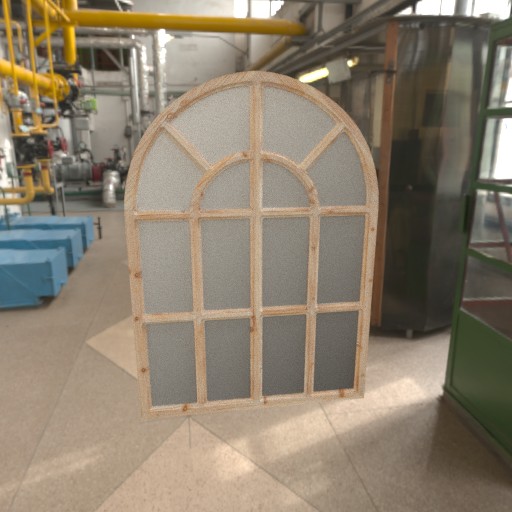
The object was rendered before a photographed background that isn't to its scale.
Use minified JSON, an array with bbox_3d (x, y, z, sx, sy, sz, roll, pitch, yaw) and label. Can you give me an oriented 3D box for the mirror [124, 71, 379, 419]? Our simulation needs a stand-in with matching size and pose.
[{"bbox_3d":[0.000,0.000,1.189,0.660,0.920,0.032,-2,16,-9],"label":"mirror"}]
